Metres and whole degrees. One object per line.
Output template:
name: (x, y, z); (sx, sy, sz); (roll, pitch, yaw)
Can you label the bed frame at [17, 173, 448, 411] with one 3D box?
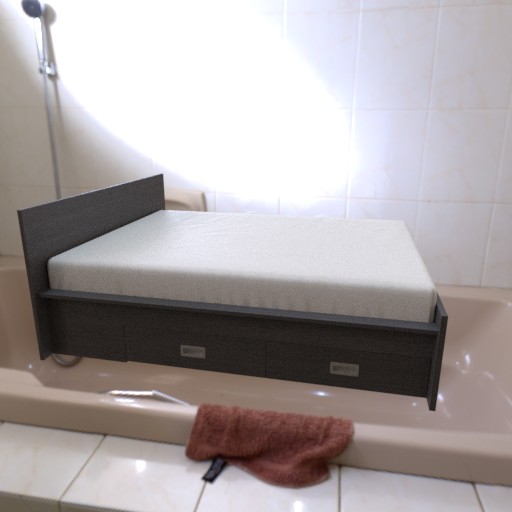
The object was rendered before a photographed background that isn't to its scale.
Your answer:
bed frame: (0.000, 0.000, 2.769); (1.960, 0.800, 1.622); (4, 17, 12)
